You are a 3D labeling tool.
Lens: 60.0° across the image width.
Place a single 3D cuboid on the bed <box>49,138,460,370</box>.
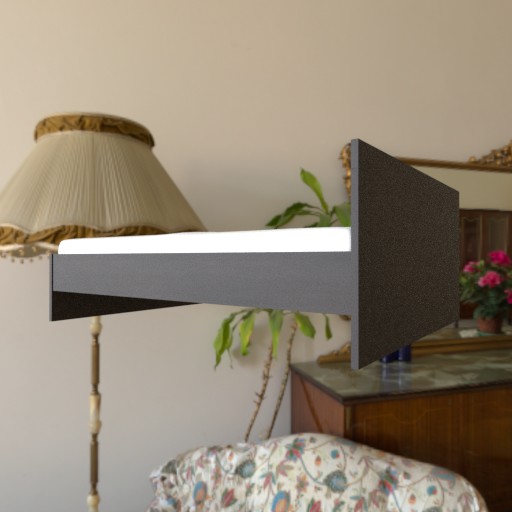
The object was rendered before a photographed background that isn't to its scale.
[{"bbox_3d":[0.000,0.000,2.819,2.073,0.823,1.585,0,0,36],"label":"bed"}]
